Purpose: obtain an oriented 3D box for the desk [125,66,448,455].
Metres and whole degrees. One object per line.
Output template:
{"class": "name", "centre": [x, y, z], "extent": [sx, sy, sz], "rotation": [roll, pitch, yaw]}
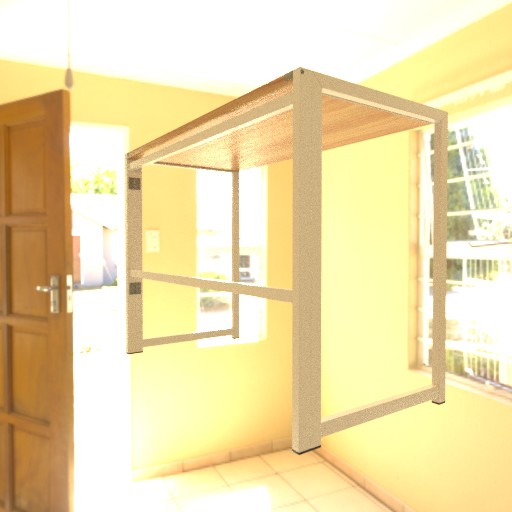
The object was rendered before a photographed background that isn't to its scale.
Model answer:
{"class": "desk", "centre": [0.000, 0.000, 1.426], "extent": [0.508, 0.762, 1.016], "rotation": [-1, 2, -35]}
